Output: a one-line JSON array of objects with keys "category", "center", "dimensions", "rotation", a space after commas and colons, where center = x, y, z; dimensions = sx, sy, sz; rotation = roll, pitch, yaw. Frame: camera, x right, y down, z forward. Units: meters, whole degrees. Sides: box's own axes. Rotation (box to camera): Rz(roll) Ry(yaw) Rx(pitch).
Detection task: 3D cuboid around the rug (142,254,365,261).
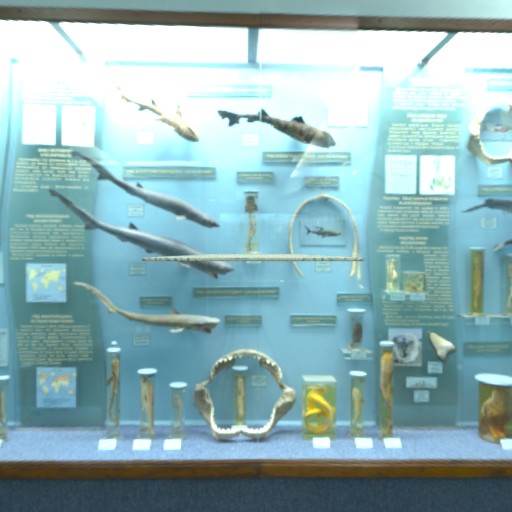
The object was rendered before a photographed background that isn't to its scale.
[{"category": "rug", "center": [0.000, 0.000, 2.748], "dimensions": [0.775, 0.012, 2.452], "rotation": [0, 1, 1]}]
